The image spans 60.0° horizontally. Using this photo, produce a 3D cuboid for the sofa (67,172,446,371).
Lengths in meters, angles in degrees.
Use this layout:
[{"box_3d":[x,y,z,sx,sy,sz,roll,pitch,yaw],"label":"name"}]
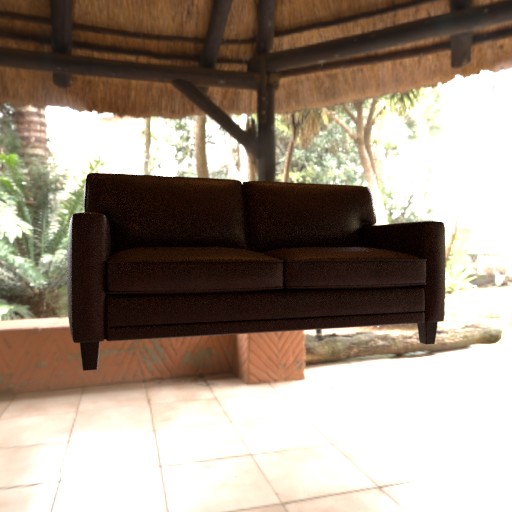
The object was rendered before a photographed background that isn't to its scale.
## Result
[{"box_3d":[0.000,0.000,2.435,1.876,0.928,0.912,0,1,-18],"label":"sofa"}]
